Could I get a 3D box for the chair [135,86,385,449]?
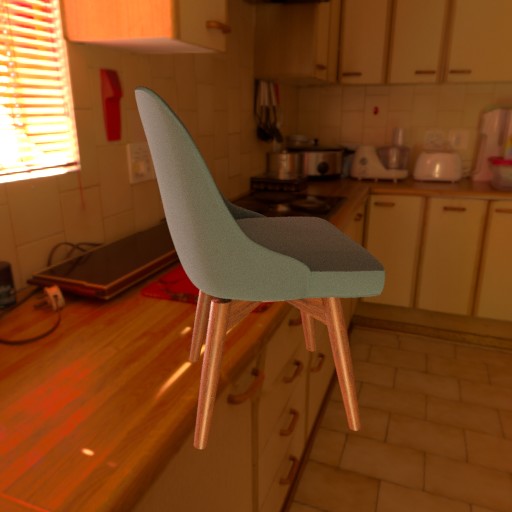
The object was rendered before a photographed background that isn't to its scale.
[{"bbox_3d":[0.000,0.000,1.247,0.589,0.882,0.503,-3,18,-9],"label":"chair"}]
